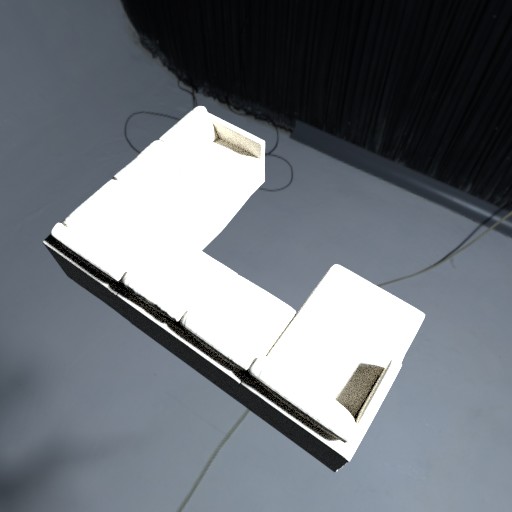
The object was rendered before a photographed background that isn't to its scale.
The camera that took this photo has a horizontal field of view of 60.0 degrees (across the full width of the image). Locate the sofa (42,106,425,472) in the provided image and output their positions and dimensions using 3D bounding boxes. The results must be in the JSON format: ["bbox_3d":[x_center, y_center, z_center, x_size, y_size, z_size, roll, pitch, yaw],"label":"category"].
[{"bbox_3d":[0.000,0.000,4.545,3.464,0.882,2.448,30,63,18],"label":"sofa"}]
